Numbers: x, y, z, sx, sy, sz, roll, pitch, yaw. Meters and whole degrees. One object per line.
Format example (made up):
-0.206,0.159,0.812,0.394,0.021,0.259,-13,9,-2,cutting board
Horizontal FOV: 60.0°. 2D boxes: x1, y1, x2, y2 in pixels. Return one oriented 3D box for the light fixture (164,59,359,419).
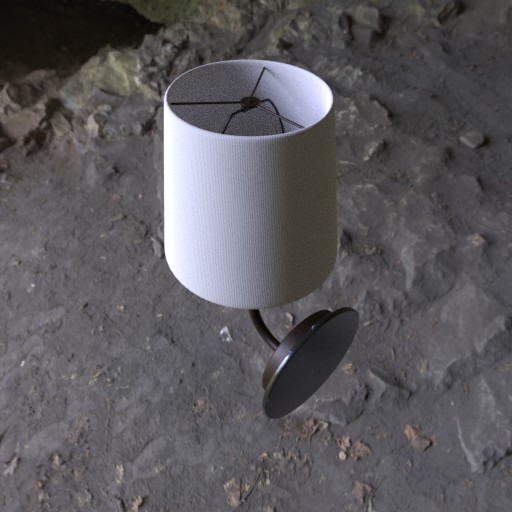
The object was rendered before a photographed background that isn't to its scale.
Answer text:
0.000,0.000,0.449,0.168,0.337,0.188,-33,54,-28,light fixture
